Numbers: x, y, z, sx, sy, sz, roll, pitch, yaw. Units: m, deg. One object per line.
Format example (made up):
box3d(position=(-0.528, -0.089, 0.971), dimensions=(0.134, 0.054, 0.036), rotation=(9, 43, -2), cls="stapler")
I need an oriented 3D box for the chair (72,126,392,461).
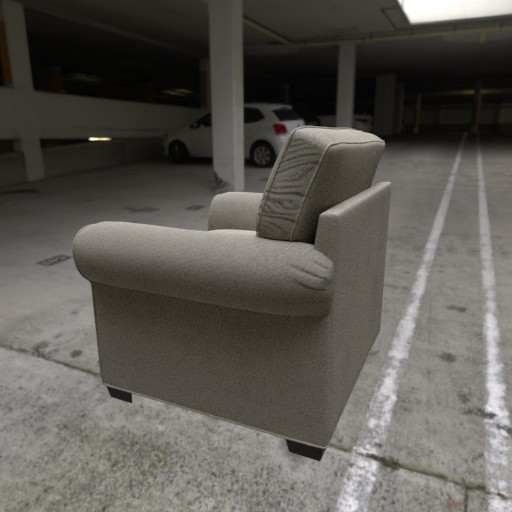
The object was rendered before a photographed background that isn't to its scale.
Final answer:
box3d(position=(0.000, 0.000, 1.877), dimensions=(0.939, 1.044, 1.147), rotation=(7, 17, 24), cls="chair")
